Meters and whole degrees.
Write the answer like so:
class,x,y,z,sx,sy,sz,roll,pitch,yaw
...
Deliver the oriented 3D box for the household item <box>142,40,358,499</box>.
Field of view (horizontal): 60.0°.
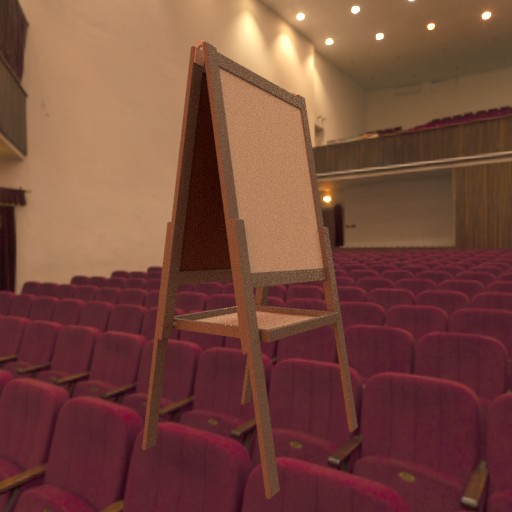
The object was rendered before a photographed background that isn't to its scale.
class,x,y,z,sx,sy,sz,roll,pitch,yaw
household item,0.000,0.000,1.417,0.469,1.172,0.531,0,1,36
